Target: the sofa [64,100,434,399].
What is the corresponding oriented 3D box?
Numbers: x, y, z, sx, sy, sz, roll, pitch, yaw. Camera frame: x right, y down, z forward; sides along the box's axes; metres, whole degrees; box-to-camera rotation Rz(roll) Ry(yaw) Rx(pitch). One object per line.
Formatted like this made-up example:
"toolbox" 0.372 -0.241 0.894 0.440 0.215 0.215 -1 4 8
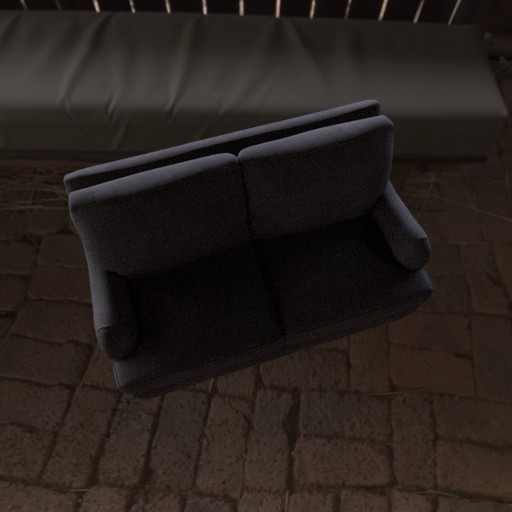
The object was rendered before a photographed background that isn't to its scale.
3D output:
"sofa" 0.000 0.000 2.588 1.853 1.101 1.084 -16 65 -8
